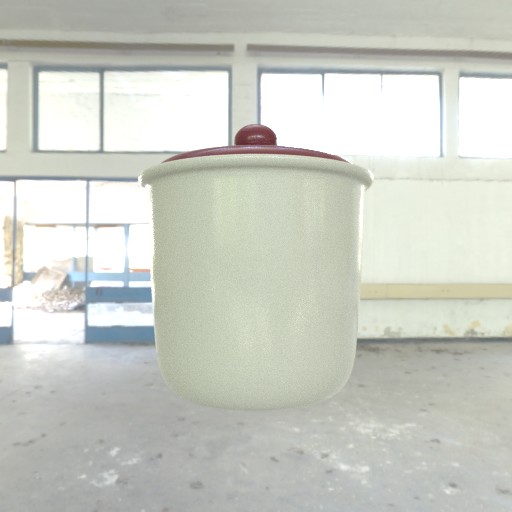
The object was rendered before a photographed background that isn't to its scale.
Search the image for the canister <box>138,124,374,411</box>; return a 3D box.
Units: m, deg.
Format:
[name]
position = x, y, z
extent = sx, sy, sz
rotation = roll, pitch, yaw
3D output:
[canister]
position = 0.000, 0.000, 0.352
extent = 0.182, 0.208, 0.182
rotation = 0, -1, 0
